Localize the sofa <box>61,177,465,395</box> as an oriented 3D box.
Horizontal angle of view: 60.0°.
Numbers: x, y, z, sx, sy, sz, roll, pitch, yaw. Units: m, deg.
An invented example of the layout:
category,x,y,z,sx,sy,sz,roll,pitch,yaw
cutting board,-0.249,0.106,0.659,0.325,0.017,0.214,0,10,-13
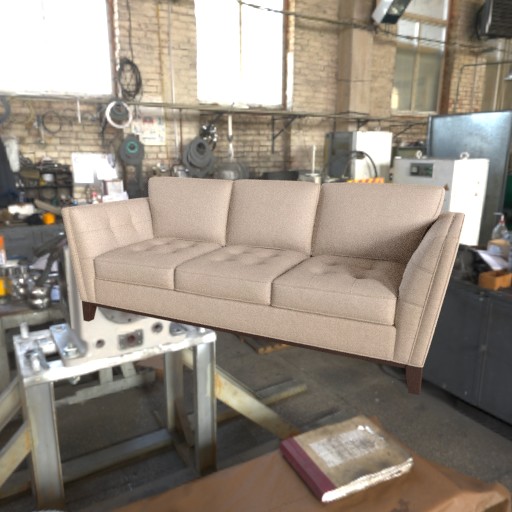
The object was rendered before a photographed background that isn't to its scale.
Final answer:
category,x,y,z,sx,sy,sz,roll,pitch,yaw
sofa,0.000,0.000,2.871,2.388,0.940,0.965,6,15,25
